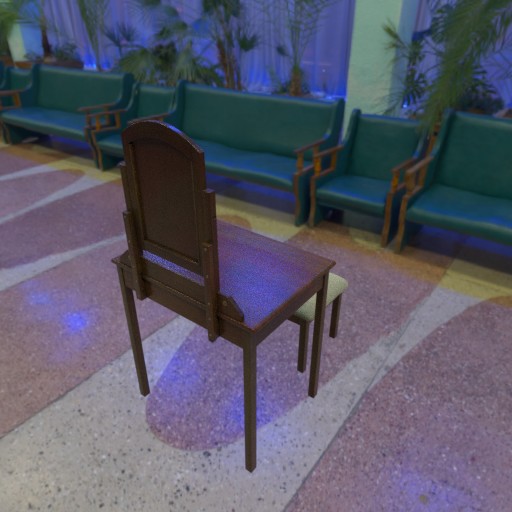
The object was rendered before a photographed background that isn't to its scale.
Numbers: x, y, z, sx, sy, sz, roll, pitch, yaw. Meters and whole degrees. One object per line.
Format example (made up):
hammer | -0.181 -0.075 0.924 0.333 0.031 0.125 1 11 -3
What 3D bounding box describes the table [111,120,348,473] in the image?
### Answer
table | 0.000 0.000 2.358 0.876 1.631 1.211 21 37 32
